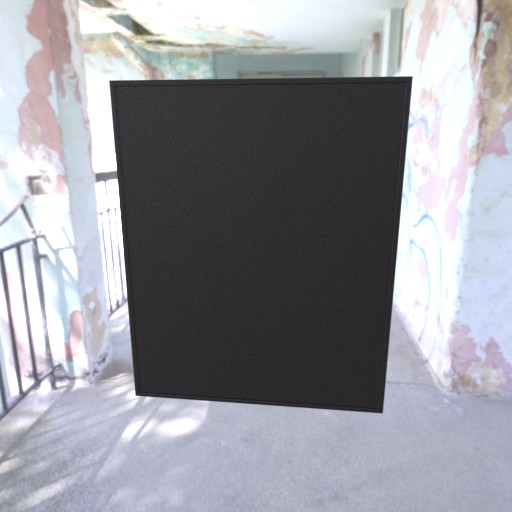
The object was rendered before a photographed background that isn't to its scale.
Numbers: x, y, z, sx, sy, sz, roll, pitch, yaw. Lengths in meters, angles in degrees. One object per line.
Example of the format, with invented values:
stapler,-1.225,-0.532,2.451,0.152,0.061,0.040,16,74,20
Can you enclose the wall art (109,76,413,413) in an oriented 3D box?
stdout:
wall art,0.000,0.000,0.740,0.451,0.551,0.028,2,16,7
